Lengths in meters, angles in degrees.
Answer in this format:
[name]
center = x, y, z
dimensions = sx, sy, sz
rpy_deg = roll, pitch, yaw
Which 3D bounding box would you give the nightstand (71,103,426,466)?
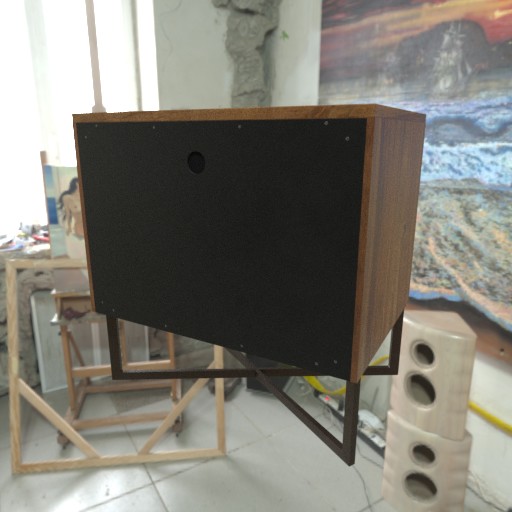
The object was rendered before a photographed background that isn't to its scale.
[nightstand]
center = 0.000, 0.000, 1.007
dimensions = 0.613, 0.615, 0.427
rpy_deg = 9, 18, 28
